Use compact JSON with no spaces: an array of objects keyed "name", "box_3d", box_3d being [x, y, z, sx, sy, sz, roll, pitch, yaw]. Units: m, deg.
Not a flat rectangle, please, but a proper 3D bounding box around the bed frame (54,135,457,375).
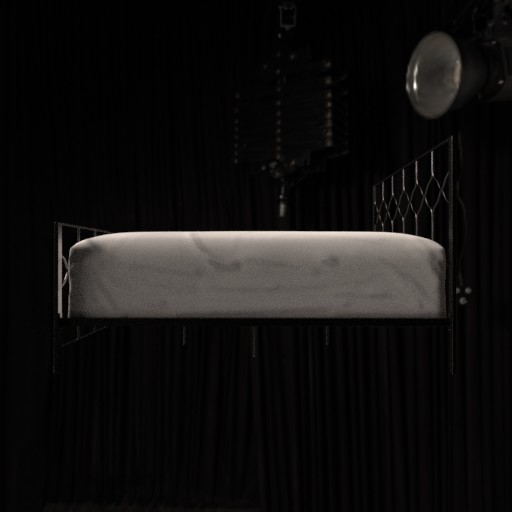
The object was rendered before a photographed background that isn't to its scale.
[{"name":"bed frame","box_3d":[0.000,0.000,3.070,2.063,1.222,1.597,0,0,1]}]
